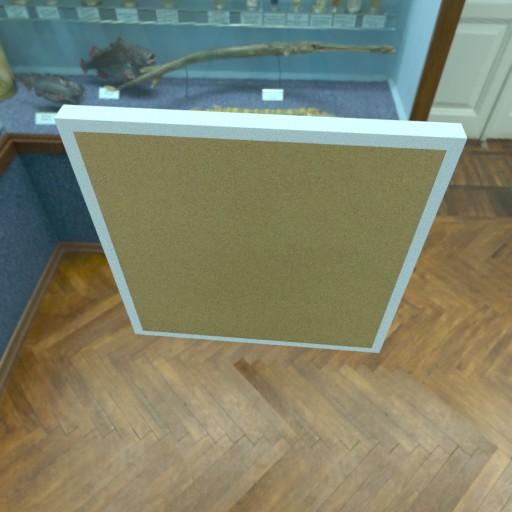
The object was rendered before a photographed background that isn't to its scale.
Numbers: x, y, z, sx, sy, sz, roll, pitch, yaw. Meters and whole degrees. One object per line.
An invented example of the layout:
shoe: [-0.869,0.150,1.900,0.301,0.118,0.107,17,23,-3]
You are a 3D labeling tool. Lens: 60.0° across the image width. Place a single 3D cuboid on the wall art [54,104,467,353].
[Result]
wall art: [0.000,0.000,0.449,0.307,0.307,0.020,4,48,3]
